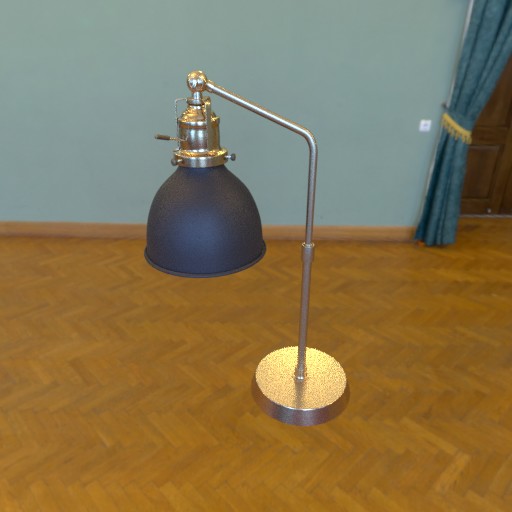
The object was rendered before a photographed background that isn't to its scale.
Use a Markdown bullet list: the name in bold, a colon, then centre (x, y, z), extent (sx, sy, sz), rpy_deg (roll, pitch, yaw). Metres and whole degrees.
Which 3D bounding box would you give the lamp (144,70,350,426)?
- **lamp**: centre (0.000, 0.000, 0.589), extent (0.291, 0.456, 0.160), rpy_deg (0, 27, 0)
